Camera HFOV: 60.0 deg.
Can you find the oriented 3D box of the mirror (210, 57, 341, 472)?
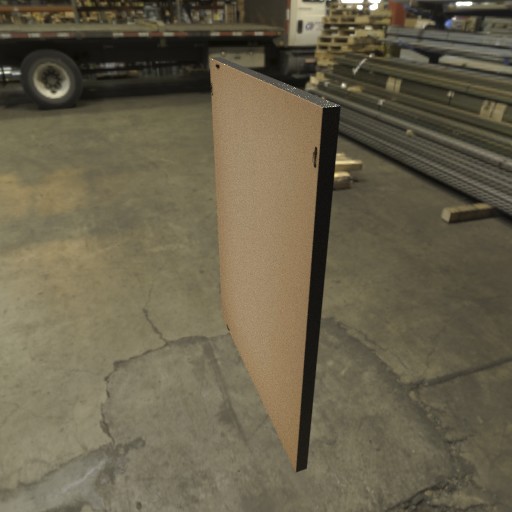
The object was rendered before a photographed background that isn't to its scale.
[{"bbox_3d":[0.000,0.000,1.330,0.040,1.016,0.762,-10,32,-17],"label":"mirror"}]
